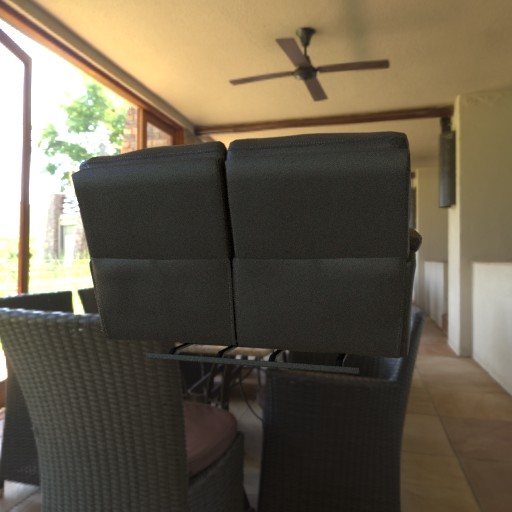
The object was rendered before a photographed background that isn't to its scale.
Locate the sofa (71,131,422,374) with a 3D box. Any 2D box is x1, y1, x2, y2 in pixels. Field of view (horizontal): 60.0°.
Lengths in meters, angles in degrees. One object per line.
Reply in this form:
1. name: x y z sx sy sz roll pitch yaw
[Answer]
1. sofa: 0.000 0.000 2.505 1.765 1.111 1.104 0 0 17
